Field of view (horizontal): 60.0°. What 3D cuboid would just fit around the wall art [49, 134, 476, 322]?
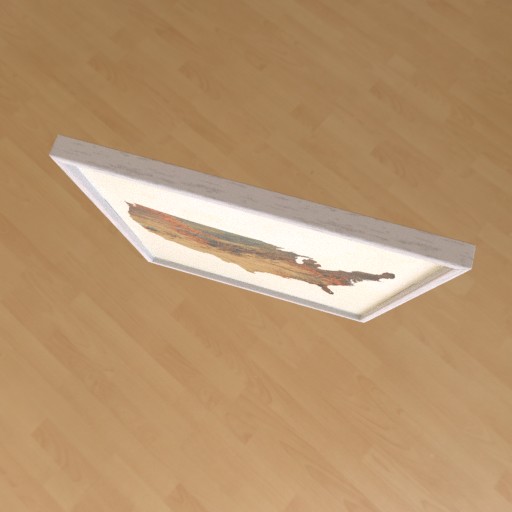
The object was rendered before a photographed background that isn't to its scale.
[{"bbox_3d":[0.000,0.000,1.923,1.287,1.288,0.078,15,75,4],"label":"wall art"}]
